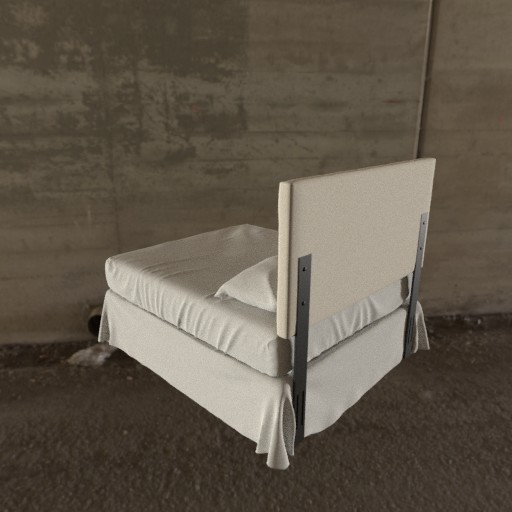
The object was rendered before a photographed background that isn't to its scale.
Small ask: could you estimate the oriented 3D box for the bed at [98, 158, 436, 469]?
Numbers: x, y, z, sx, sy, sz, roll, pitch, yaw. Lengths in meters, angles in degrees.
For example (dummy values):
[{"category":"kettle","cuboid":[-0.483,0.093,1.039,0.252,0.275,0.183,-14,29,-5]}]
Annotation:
[{"category":"bed","cuboid":[0.000,0.000,3.554,2.222,1.577,1.936,17,25,42]}]
